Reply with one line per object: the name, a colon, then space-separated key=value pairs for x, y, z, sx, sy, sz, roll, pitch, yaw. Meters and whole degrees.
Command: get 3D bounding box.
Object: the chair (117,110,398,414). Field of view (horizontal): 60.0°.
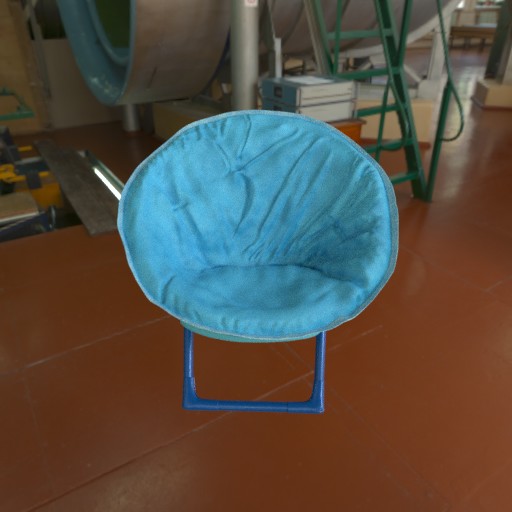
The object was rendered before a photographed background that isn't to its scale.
chair: x=0.000 y=0.000 z=0.895 sx=0.520 sy=0.478 sz=0.465 roll=1 pitch=30 yaw=2
